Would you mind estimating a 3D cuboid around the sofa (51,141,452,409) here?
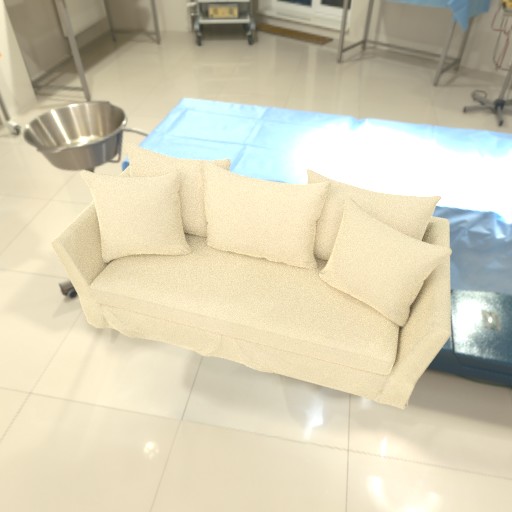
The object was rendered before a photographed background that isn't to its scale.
[{"bbox_3d":[0.000,0.000,2.886,2.290,1.034,1.031,12,43,13],"label":"sofa"}]
